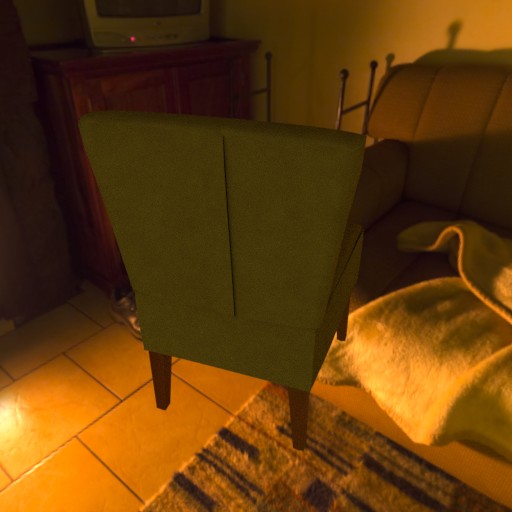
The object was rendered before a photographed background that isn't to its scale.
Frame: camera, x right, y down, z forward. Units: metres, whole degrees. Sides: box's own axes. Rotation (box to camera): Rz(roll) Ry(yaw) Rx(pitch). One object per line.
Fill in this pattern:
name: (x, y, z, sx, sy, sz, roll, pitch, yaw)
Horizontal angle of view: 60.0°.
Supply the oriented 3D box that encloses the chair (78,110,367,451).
chair: (0.000, 0.000, 1.151, 0.521, 0.806, 0.554, 10, 32, 16)
